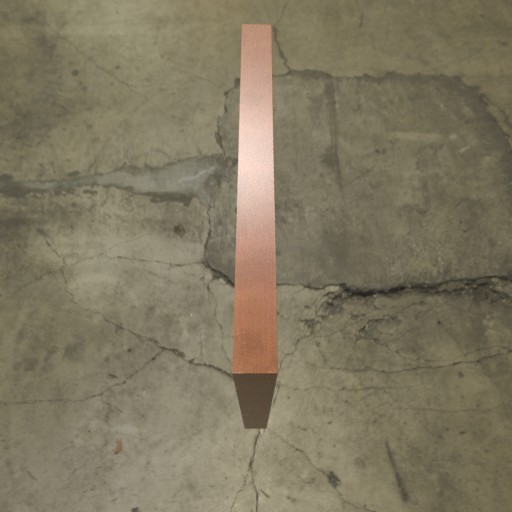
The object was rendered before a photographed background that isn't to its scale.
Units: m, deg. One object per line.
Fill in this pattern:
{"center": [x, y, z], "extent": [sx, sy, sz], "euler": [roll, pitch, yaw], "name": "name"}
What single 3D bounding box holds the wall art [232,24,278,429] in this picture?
{"center": [0.000, 0.000, 0.606], "extent": [0.035, 0.403, 0.403], "euler": [0, 63, 0], "name": "wall art"}
